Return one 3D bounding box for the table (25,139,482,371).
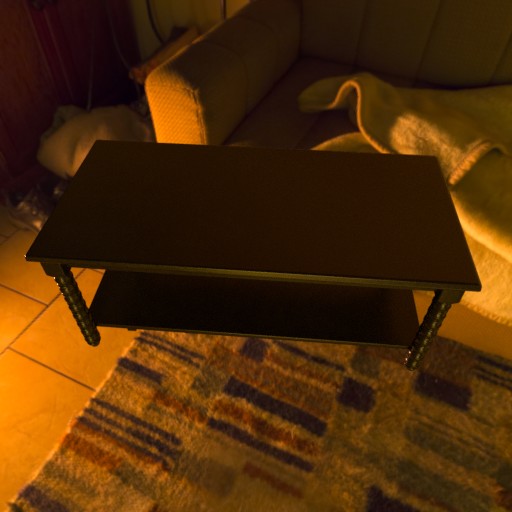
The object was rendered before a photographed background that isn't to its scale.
[{"bbox_3d":[0.000,0.000,1.492,1.171,0.487,0.580,4,46,3],"label":"table"}]
